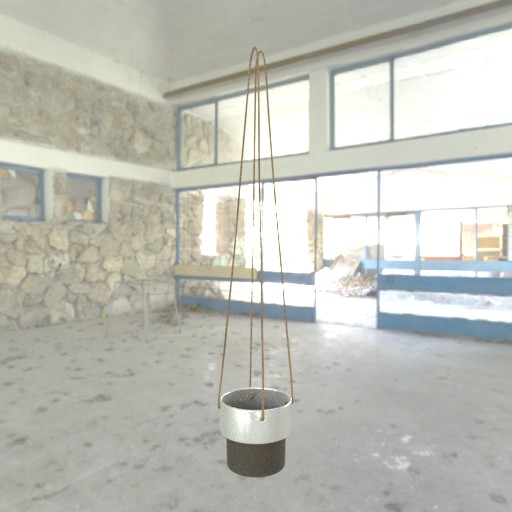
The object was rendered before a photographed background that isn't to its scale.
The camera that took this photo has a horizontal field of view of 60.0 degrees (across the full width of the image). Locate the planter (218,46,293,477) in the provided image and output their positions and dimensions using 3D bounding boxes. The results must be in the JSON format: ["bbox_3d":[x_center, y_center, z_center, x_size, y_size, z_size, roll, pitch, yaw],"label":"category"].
[{"bbox_3d":[0.000,0.000,1.145,0.187,1.073,0.187,0,0,36],"label":"planter"}]
